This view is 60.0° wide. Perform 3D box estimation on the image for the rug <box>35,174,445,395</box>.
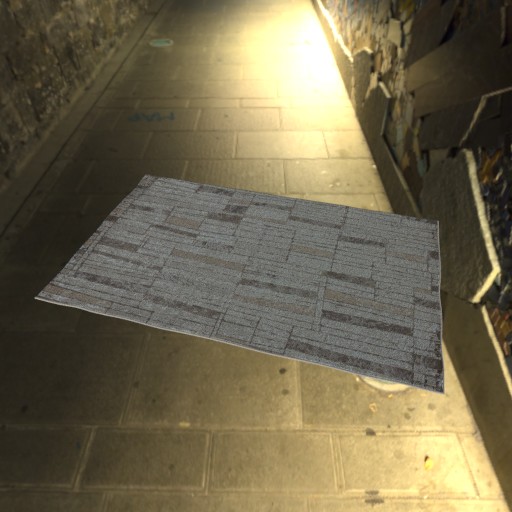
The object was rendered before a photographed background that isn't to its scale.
[{"bbox_3d":[0.000,0.000,3.060,2.444,0.023,1.531,11,43,12],"label":"rug"}]
